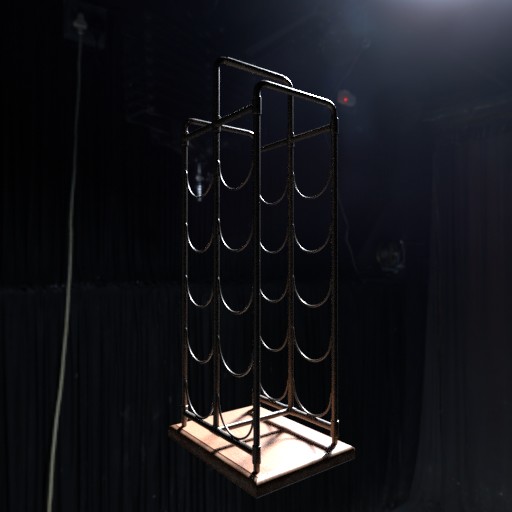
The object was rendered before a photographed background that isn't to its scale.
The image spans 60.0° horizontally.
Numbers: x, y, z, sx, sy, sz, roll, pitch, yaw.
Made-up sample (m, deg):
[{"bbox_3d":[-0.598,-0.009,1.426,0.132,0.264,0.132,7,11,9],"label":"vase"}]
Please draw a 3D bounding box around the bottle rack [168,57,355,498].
[{"bbox_3d":[0.000,0.000,0.793,0.208,0.680,0.276,0,-1,-37],"label":"bottle rack"}]
